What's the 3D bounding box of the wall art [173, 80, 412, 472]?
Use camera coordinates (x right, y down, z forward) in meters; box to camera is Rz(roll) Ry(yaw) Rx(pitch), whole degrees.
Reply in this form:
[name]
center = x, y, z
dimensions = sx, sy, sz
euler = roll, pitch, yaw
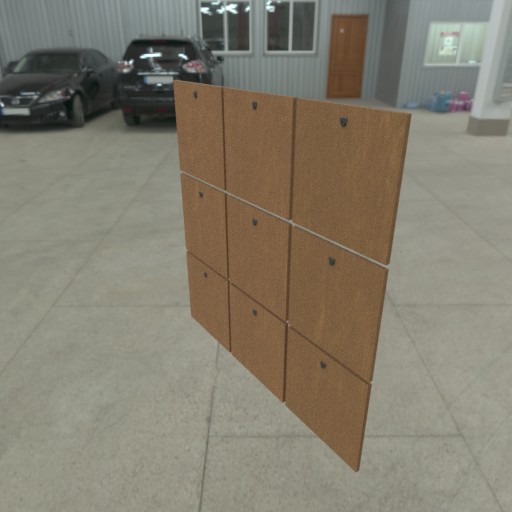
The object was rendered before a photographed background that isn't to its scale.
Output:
[wall art]
center = 0.000, 0.000, 1.308
dimensions = 0.018, 0.913, 0.915
euler = -17, 31, -32
